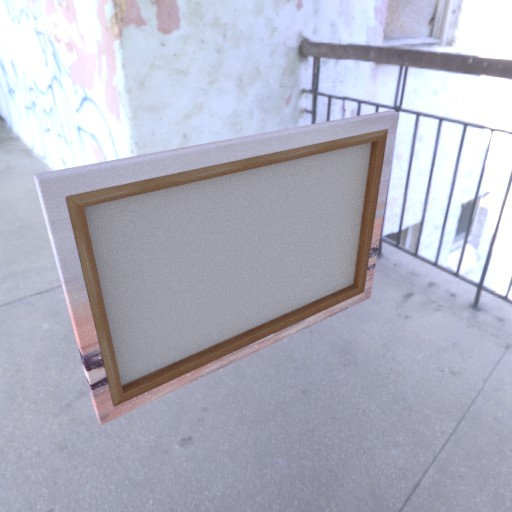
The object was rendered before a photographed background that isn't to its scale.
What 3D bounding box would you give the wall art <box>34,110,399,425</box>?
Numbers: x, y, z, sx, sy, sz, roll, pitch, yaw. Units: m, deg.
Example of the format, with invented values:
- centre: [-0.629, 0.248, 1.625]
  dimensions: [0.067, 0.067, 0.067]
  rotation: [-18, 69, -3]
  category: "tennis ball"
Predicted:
- centre: [0.000, 0.000, 1.130]
  dimensions: [0.913, 0.609, 0.038]
  rotation: [-19, 35, -29]
  category: "wall art"
